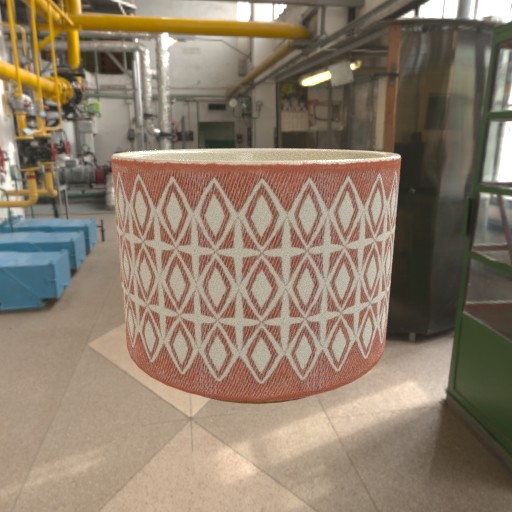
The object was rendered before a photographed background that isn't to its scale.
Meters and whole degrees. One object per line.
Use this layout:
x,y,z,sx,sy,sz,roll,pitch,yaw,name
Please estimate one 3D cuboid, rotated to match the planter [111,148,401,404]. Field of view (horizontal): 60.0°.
0.000,0.000,0.327,0.192,0.148,0.192,0,15,0,planter
